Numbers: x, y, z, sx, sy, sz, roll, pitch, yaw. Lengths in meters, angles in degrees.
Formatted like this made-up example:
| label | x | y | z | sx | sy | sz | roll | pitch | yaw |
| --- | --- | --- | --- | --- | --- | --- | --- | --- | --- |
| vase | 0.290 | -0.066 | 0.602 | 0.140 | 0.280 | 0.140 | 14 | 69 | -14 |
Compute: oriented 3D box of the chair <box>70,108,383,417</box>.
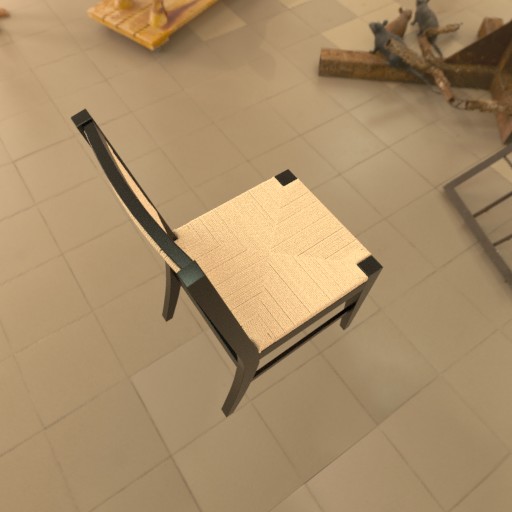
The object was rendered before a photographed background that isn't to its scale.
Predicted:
| label | x | y | z | sx | sy | sz | roll | pitch | yaw |
| --- | --- | --- | --- | --- | --- | --- | --- | --- | --- |
| chair | 0.000 | 0.000 | 1.201 | 0.552 | 0.927 | 0.437 | -31 | 64 | -17 |
